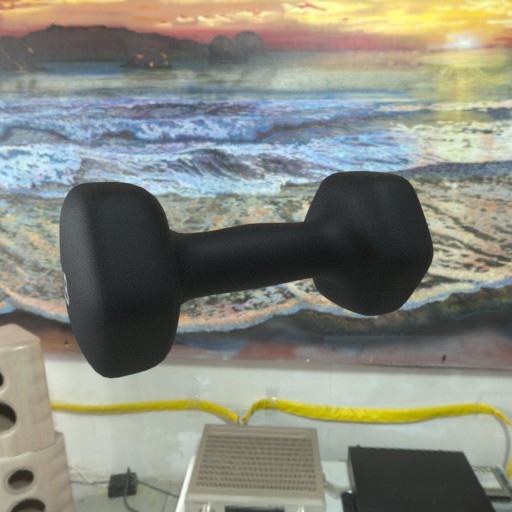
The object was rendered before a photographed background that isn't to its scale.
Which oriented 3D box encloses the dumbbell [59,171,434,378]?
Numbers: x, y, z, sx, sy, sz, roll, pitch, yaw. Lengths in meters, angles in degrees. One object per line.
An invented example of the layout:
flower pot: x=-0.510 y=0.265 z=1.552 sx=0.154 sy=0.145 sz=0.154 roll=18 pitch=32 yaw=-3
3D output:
dumbbell: x=0.000 y=0.000 z=0.287 sx=0.231 sy=0.101 sz=0.112 roll=-8 pitch=17 yaw=-26
